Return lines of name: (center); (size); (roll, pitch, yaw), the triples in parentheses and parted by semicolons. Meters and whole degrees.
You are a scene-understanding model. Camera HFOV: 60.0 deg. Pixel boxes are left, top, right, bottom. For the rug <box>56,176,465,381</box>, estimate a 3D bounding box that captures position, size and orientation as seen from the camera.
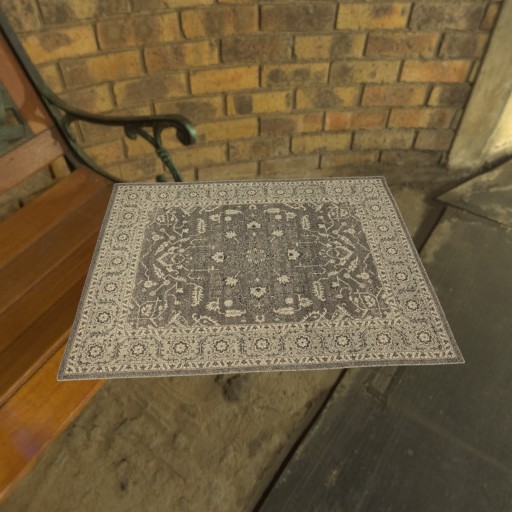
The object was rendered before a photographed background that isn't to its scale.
rug: (0.000, 0.000, 4.171); (3.069, 0.026, 2.451); (-2, 45, -2)
